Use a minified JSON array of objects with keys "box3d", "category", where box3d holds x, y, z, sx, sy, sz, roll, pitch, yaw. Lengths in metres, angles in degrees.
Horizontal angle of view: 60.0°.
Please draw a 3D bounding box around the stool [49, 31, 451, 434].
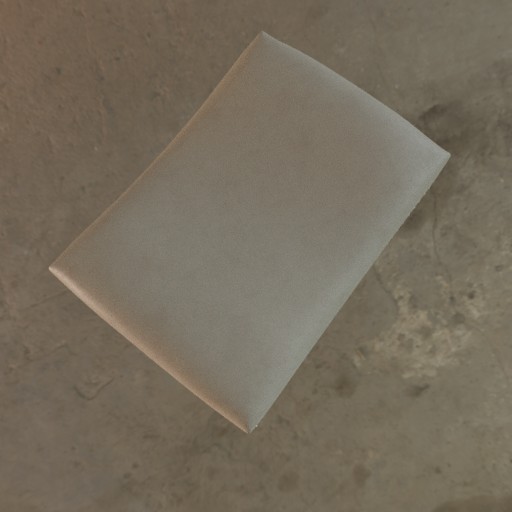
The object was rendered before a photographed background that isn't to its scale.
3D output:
[{"box3d":[0.000,0.000,0.919,0.375,0.632,0.509,37,79,8],"category":"stool"}]
